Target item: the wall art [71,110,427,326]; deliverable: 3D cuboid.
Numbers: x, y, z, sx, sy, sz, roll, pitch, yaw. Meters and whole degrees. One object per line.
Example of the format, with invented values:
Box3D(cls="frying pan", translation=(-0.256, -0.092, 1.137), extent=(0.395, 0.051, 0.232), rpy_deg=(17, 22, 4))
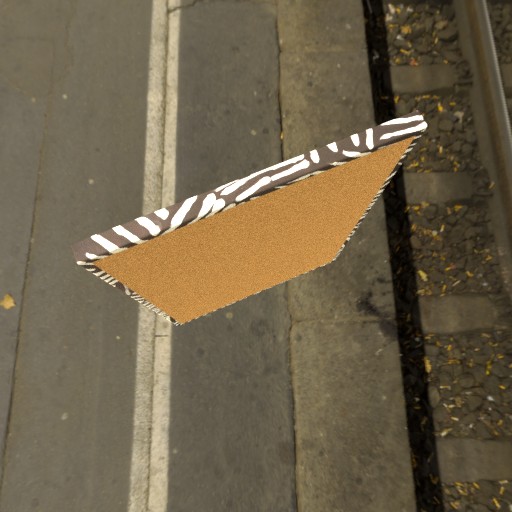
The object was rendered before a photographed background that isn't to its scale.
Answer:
Box3D(cls="wall art", translation=(0.000, 0.000, 1.160), extent=(0.615, 0.918, 0.035), rpy_deg=(-22, 76, -6))
